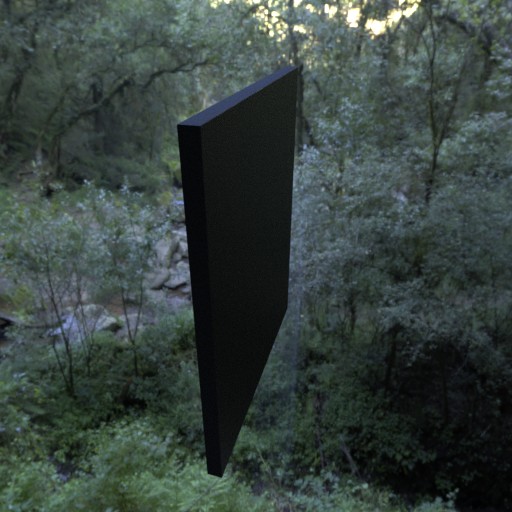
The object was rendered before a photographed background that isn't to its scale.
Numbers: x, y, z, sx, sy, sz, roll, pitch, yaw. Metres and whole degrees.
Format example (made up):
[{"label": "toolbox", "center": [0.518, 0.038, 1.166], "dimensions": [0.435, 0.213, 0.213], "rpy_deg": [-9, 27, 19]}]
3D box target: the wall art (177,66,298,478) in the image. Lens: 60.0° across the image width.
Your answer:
[{"label": "wall art", "center": [0.000, 0.000, 0.699], "dimensions": [0.023, 0.505, 0.428], "rpy_deg": [8, 31, 14]}]
